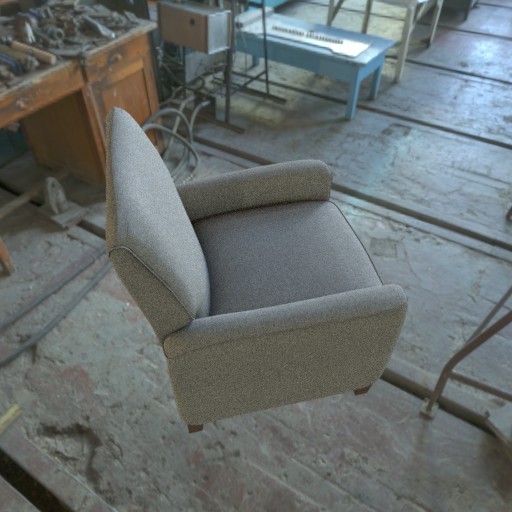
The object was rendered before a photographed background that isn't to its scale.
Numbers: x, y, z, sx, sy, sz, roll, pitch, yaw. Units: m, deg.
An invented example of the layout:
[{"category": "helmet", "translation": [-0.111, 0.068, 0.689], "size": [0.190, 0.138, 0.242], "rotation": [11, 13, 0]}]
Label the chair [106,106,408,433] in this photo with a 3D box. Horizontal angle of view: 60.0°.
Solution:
[{"category": "chair", "translation": [0.000, 0.000, 1.618], "size": [0.864, 1.014, 0.848], "rotation": [-10, 46, -9]}]
